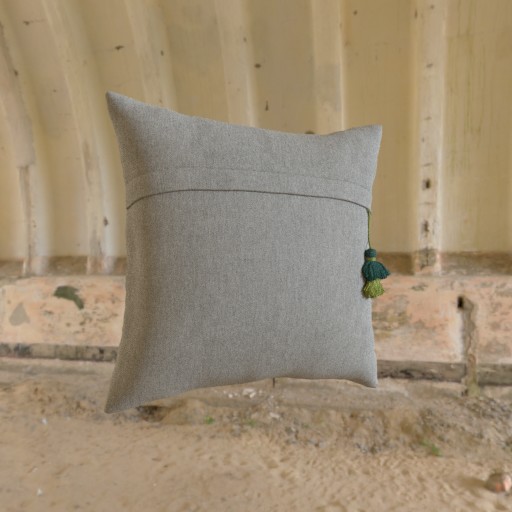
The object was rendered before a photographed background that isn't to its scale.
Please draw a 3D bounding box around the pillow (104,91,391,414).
[{"bbox_3d":[0.000,0.000,0.668,0.433,0.436,0.173,0,-1,-19],"label":"pillow"}]
